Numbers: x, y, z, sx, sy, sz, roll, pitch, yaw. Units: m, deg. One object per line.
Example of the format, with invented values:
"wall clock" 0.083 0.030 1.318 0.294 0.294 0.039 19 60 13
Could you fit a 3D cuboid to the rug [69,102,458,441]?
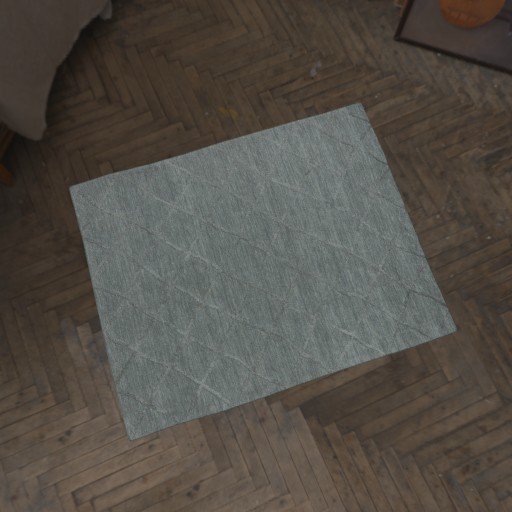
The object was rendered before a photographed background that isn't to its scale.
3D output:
"rug" 0.000 0.000 4.121 3.048 0.013 2.438 -17 77 -4
